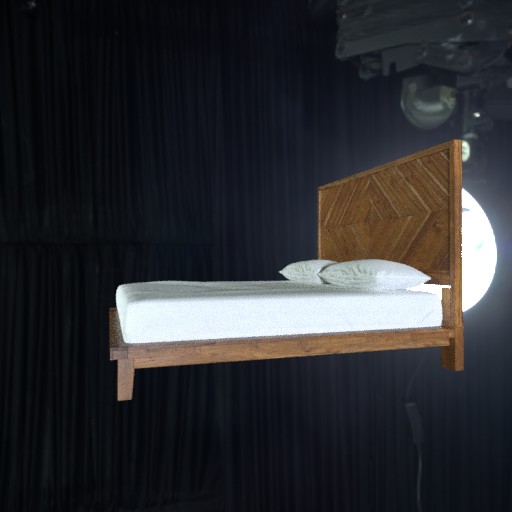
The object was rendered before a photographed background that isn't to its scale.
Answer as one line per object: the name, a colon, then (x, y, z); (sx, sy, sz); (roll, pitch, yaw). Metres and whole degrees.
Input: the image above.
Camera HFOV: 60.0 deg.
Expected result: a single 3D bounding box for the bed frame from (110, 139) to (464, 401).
bed frame: (0.000, 0.000, 3.573); (2.235, 1.537, 2.038); (0, -1, -18)
